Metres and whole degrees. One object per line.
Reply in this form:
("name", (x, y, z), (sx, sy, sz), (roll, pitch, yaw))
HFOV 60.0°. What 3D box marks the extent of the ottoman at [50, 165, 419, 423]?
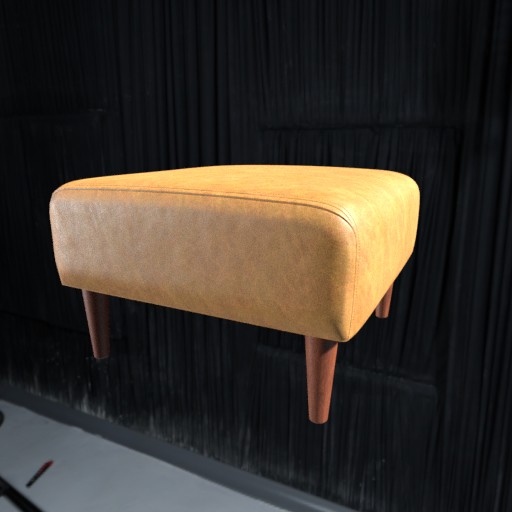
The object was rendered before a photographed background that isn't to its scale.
("ottoman", (0.000, 0.000, 1.049), (0.650, 0.399, 0.650), (7, 16, 26))
